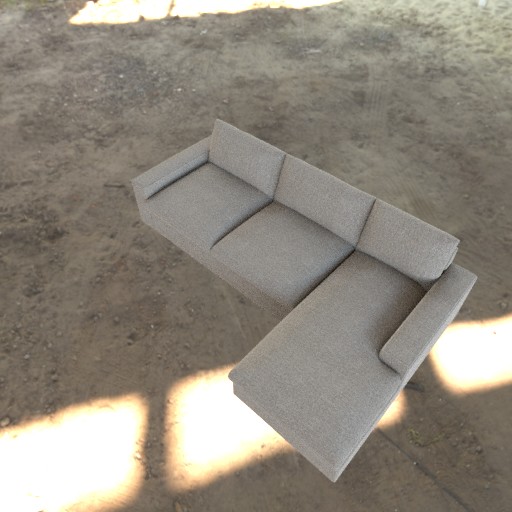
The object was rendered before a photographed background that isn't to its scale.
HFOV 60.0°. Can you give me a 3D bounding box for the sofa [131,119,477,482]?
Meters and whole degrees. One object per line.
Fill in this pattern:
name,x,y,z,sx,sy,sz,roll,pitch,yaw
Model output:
sofa,0.000,0.000,3.399,2.718,0.813,1.689,34,56,27
